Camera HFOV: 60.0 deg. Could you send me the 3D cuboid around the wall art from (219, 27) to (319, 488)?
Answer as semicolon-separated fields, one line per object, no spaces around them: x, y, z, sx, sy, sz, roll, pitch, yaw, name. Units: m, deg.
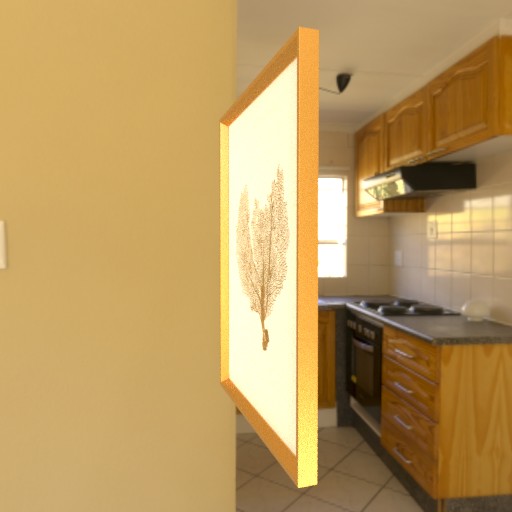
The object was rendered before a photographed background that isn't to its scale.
0.000;0.000;1.075;0.038;0.812;0.610;-1;2;-18;wall art
